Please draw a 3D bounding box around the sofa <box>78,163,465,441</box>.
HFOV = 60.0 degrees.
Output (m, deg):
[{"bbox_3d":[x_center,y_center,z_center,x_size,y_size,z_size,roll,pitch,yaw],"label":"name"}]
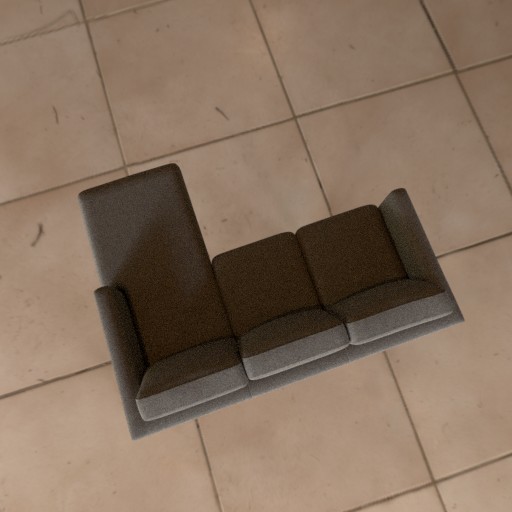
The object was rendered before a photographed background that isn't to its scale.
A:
[{"bbox_3d":[0.000,0.000,2.939,2.055,0.957,1.667,-19,77,-4],"label":"sofa"}]
